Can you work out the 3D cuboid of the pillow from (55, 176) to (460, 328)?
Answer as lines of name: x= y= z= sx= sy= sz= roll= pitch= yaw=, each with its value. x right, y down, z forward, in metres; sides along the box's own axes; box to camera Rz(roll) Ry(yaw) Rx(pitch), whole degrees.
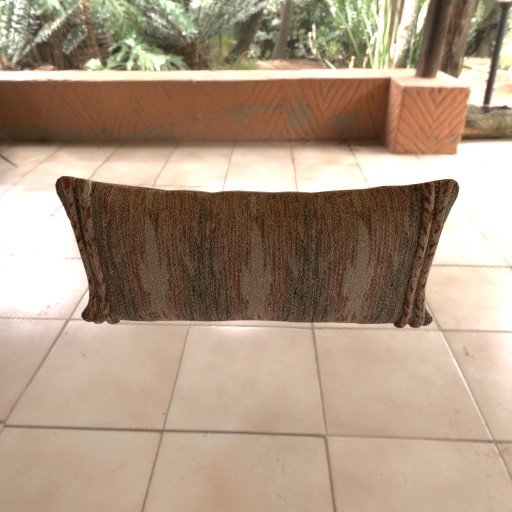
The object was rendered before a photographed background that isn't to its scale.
pillow: x=0.000 y=0.000 z=0.739 sx=0.635 sy=0.282 sz=0.139 roll=1 pitch=31 yaw=1
